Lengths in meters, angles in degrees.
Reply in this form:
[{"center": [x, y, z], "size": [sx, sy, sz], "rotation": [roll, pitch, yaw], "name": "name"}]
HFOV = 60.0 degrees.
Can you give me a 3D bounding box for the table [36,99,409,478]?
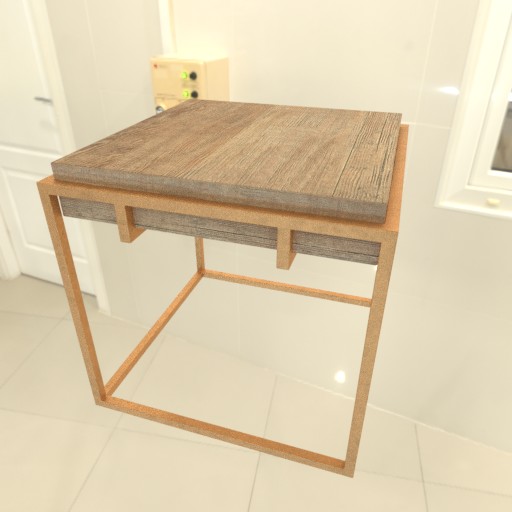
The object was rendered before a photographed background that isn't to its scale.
[{"center": [0.000, 0.000, 1.059], "size": [0.599, 0.584, 0.599], "rotation": [9, 32, 15], "name": "table"}]
